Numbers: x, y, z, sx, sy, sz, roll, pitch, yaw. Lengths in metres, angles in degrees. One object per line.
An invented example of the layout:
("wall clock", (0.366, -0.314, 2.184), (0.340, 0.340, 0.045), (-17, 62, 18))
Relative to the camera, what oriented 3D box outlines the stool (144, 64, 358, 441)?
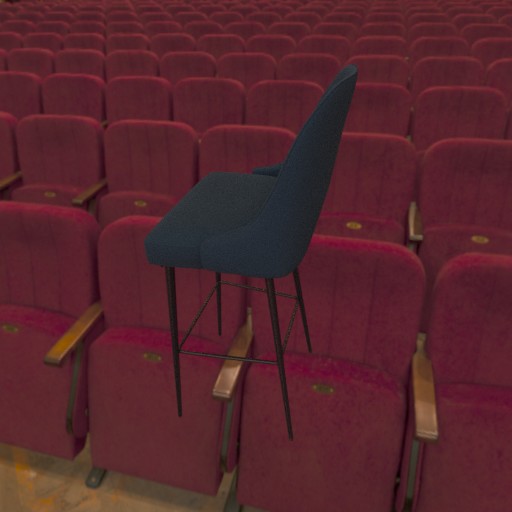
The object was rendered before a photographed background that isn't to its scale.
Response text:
("stool", (0.000, 0.000, 1.359), (0.489, 1.079, 0.527), (8, 32, 12))
